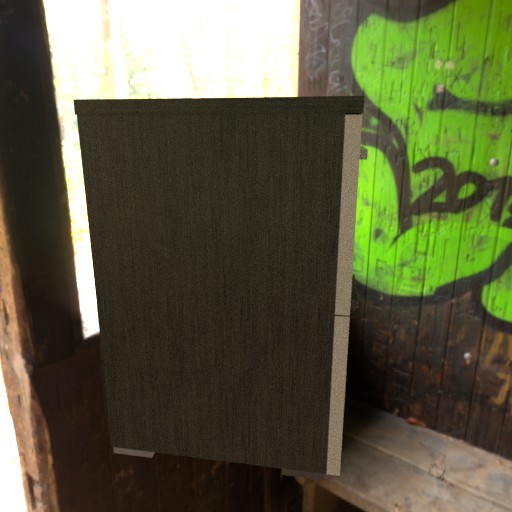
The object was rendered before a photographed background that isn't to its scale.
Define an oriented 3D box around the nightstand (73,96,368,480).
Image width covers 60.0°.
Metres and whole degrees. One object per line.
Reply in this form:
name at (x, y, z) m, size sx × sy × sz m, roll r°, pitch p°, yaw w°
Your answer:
nightstand at (0.000, 0.000, 0.725) m, size 0.325 × 0.460 × 0.441 m, roll 3°, pitch 16°, yaw 10°
